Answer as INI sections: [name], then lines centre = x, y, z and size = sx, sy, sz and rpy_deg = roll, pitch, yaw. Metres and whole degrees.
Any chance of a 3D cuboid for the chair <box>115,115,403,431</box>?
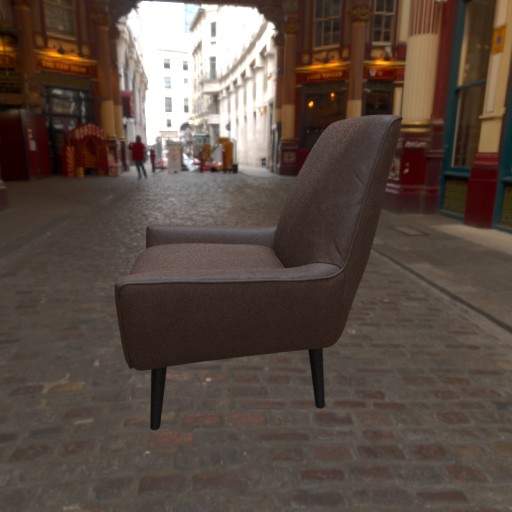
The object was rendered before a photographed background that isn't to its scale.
[chair]
centre = 0.000, 0.000, 1.478
size = 0.824, 0.888, 0.787
rpy_deg = -2, 14, -7
